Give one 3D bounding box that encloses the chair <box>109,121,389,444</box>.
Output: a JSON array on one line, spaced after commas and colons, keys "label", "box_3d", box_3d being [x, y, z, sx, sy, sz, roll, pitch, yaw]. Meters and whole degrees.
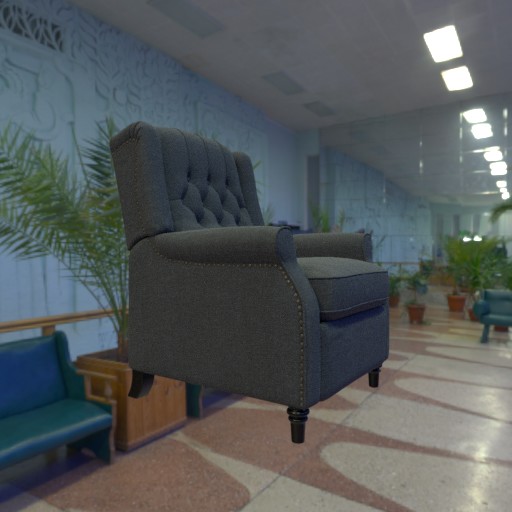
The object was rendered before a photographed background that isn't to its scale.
[{"label": "chair", "box_3d": [0.000, 0.000, 1.690, 0.898, 1.035, 0.742, 1, 1, 35]}]
